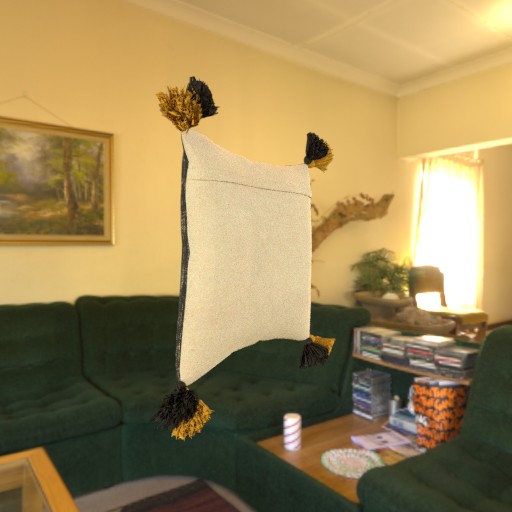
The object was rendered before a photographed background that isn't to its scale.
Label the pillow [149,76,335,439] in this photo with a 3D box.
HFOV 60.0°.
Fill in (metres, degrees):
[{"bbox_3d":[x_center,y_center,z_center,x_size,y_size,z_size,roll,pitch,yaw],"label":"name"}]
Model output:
[{"bbox_3d":[0.000,0.000,1.008,0.139,0.659,0.654,1,1,36],"label":"pillow"}]
